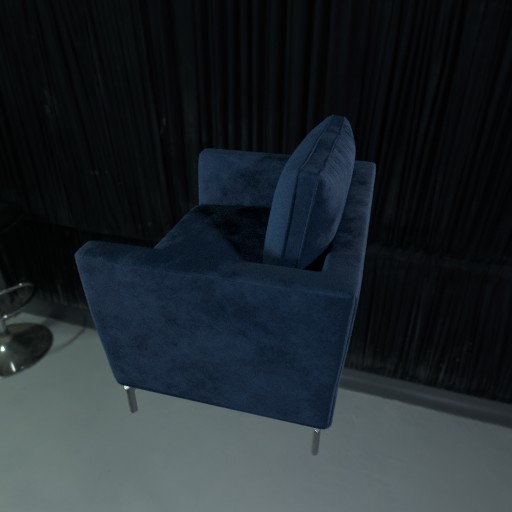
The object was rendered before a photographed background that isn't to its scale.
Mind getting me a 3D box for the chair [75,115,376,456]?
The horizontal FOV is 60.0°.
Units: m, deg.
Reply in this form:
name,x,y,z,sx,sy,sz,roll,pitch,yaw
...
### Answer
name,x,y,z,sx,sy,sz,roll,pitch,yaw
chair,0.000,0.000,1.586,0.746,0.893,0.977,8,31,13
